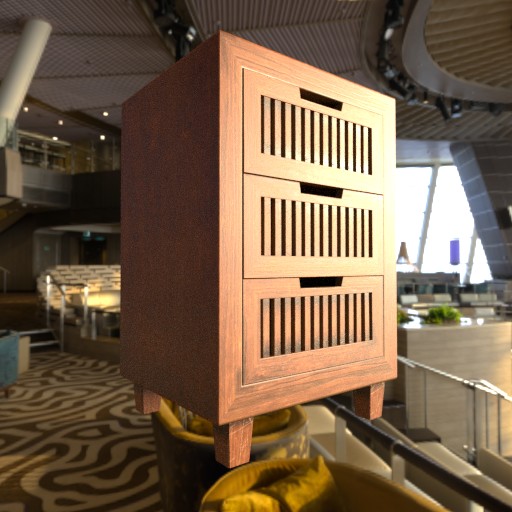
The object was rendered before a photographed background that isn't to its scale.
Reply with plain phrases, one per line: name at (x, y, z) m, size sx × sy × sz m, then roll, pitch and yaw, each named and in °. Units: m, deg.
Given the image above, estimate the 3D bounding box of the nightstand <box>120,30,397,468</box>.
nightstand at (0.000, 0.000, 0.987) m, size 0.465 × 0.695 × 0.410 m, roll 1°, pitch -2°, yaw -38°
